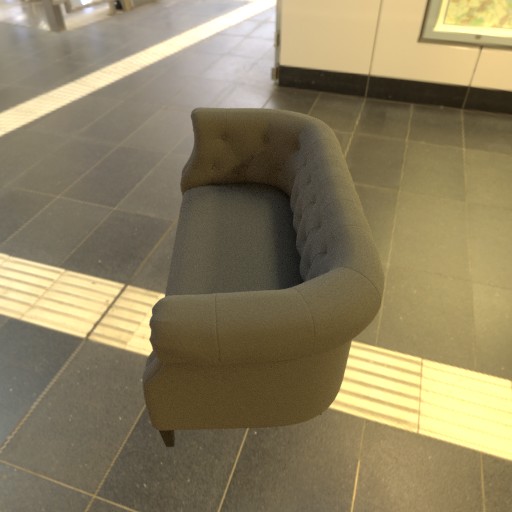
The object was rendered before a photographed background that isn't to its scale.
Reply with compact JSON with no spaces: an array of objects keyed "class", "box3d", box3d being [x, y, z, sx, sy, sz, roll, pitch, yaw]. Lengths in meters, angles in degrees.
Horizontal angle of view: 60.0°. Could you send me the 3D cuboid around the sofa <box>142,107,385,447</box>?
[{"class":"sofa","box3d":[0.000,0.000,2.037,0.835,0.827,1.558,-1,41,-1]}]
